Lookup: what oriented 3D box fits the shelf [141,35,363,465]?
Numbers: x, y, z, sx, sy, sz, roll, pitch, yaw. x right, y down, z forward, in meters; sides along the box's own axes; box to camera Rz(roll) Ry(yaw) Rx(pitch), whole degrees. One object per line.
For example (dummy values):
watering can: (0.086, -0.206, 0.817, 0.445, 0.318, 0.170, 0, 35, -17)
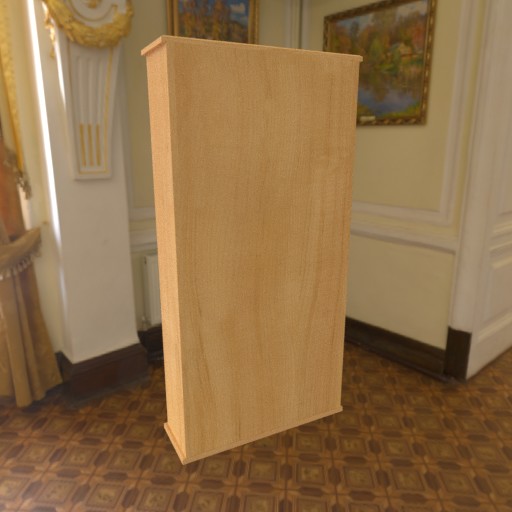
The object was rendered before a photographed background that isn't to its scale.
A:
shelf: (0.000, 0.000, 1.216, 0.520, 1.030, 0.175, -8, 17, -26)
